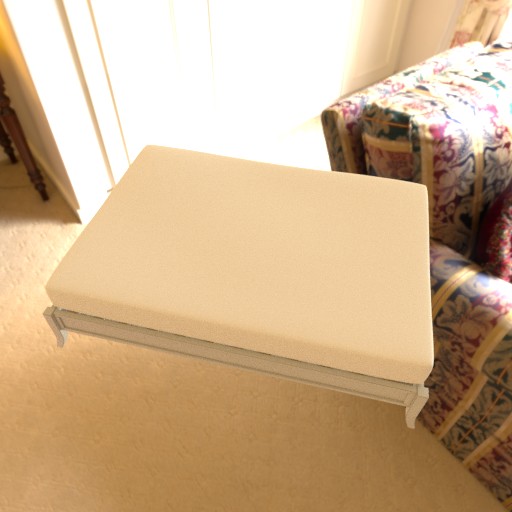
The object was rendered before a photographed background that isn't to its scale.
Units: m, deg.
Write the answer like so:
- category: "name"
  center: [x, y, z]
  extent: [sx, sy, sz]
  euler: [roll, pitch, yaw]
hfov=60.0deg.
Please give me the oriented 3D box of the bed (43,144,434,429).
- category: "bed"
  center: [0.000, 0.000, 2.670]
  extent: [1.985, 0.510, 1.460]
  euler: [10, 48, 9]
